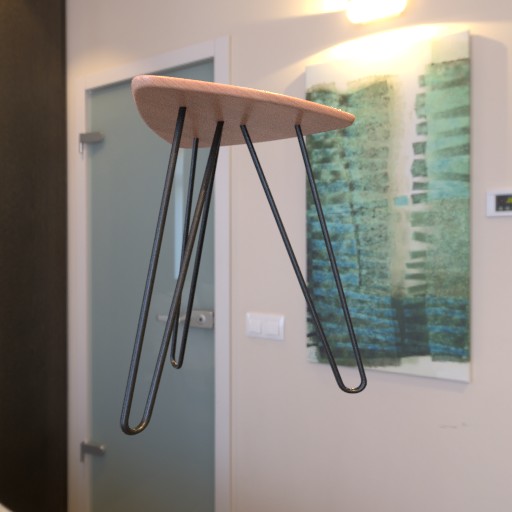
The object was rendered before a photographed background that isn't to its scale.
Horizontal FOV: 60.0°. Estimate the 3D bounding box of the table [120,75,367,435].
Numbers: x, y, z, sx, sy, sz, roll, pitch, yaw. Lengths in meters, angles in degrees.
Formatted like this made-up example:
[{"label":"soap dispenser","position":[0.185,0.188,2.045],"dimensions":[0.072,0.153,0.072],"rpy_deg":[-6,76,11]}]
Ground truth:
[{"label":"table","position":[0.000,0.000,0.903],"dimensions":[0.455,0.564,0.442],"rpy_deg":[0,1,0]}]
